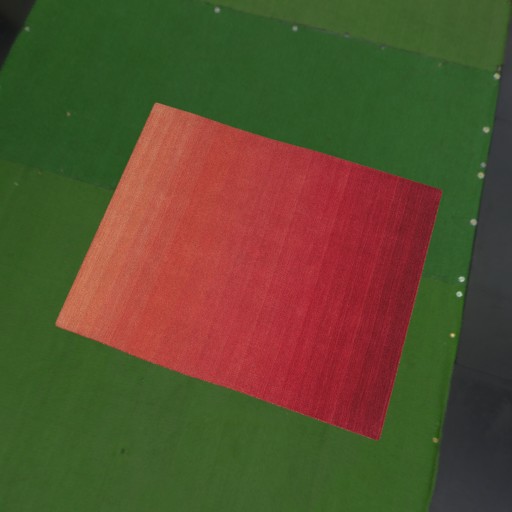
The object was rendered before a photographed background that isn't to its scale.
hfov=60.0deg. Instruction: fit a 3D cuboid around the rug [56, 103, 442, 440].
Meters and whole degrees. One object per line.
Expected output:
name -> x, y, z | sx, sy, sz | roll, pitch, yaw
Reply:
rug -> 0.000, 0.000, 3.995 | 2.905, 0.028, 2.340 | 18, 76, 5
